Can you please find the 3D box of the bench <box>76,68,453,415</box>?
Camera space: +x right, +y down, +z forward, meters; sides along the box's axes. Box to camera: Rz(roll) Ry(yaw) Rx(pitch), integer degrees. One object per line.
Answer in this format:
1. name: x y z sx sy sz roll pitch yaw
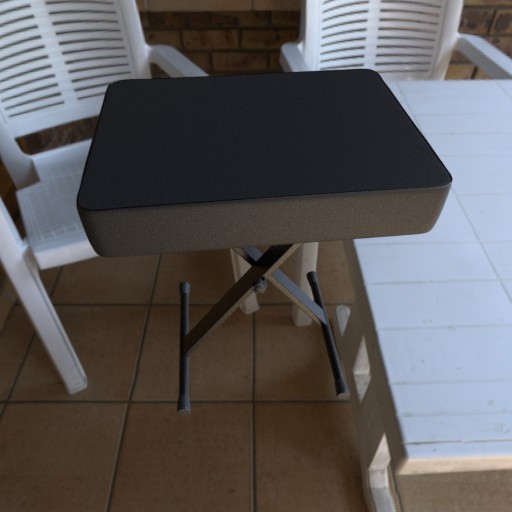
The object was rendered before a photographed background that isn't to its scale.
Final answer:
1. bench: 0.000 0.000 0.768 0.424 0.500 0.321 -4 46 -4
